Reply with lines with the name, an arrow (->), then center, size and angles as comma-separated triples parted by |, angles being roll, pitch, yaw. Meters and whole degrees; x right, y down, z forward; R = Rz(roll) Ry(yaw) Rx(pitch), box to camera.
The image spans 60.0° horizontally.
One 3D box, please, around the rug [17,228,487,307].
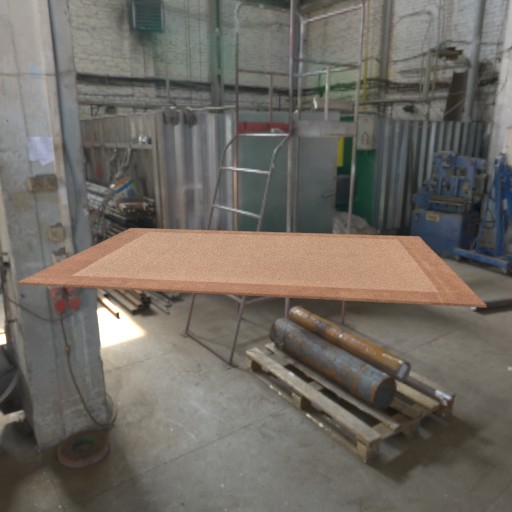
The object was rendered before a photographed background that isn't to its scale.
rug -> 0.000, 0.000, 2.995 | 2.438, 0.014, 1.524 | 2, 15, 8
